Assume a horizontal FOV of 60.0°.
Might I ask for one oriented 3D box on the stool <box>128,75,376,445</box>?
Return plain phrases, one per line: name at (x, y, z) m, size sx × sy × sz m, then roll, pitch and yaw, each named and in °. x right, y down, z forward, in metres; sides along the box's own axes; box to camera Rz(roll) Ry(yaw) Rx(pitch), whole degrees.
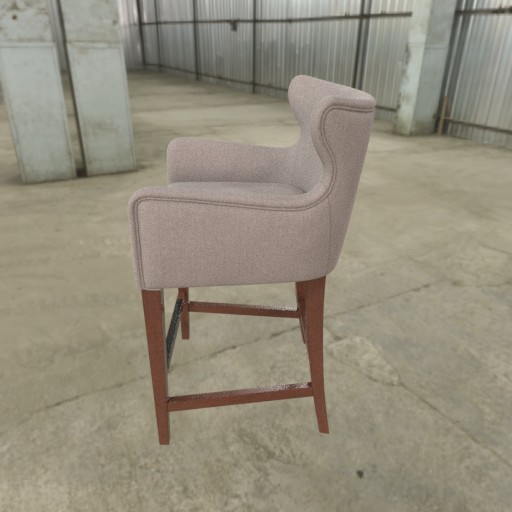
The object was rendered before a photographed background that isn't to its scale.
stool at (0.000, 0.000, 1.304) m, size 0.575 × 0.951 × 0.575 m, roll 0°, pitch 26°, yaw -1°
